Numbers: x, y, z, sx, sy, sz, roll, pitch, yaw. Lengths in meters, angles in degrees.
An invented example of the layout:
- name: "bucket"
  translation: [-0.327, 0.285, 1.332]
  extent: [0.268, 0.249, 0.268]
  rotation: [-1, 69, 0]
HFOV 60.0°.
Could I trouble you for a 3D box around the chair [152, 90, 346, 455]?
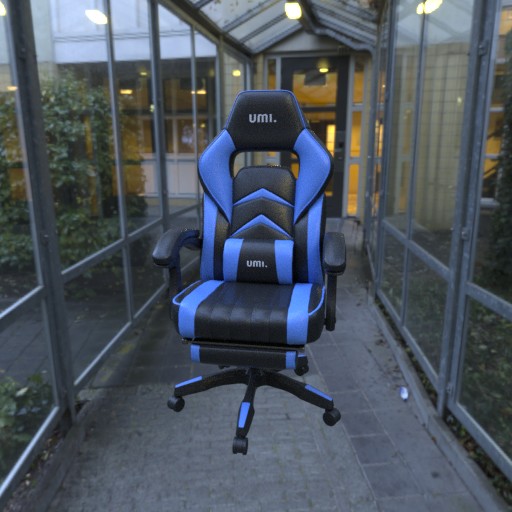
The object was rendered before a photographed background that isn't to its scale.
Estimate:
- name: "chair"
  translation: [0.000, 0.000, 1.725]
  extent: [0.700, 1.280, 0.700]
  rotation: [2, 14, 9]
